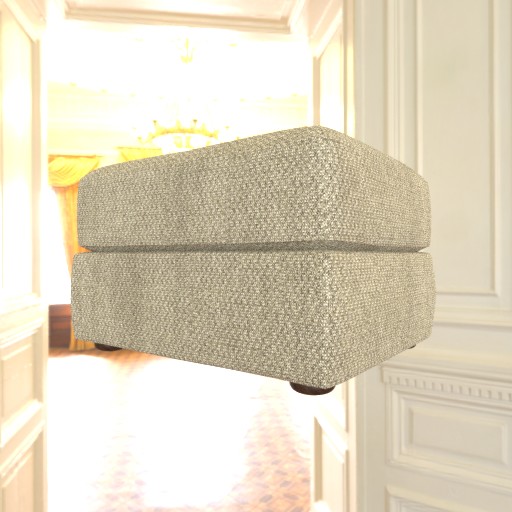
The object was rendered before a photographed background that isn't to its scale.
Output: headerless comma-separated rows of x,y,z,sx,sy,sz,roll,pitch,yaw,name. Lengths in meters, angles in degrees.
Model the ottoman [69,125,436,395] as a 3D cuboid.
0.000,0.000,1.128,0.751,0.476,0.603,0,0,37,ottoman
